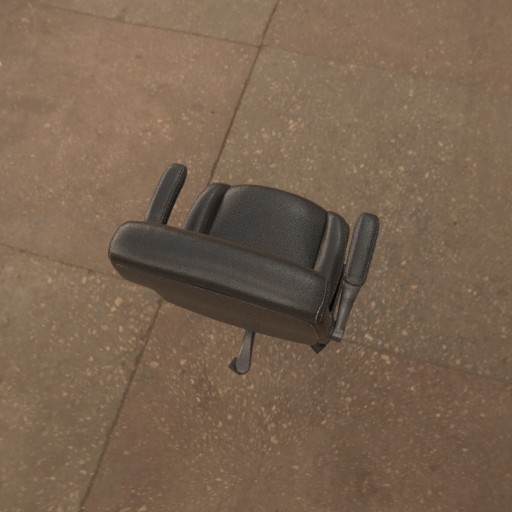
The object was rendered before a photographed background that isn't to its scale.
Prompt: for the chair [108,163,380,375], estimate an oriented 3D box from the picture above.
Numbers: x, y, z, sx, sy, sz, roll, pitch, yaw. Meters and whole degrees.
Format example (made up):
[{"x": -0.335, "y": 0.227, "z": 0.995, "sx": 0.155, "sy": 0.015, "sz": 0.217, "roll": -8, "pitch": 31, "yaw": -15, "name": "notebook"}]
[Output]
[{"x": 0.000, "y": 0.000, "z": 1.634, "sx": 0.782, "sy": 1.110, "sz": 0.724, "roll": 16, "pitch": 64, "yaw": 8, "name": "chair"}]
